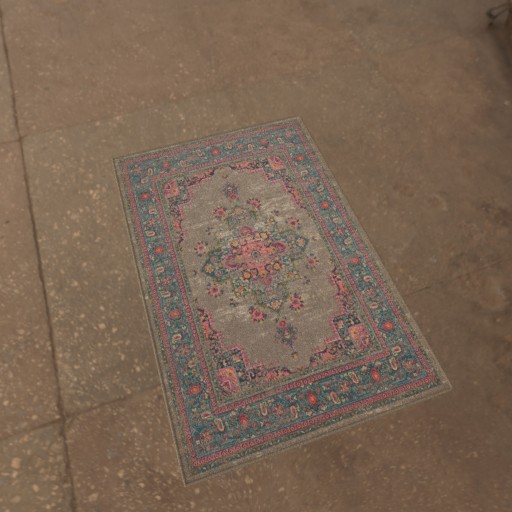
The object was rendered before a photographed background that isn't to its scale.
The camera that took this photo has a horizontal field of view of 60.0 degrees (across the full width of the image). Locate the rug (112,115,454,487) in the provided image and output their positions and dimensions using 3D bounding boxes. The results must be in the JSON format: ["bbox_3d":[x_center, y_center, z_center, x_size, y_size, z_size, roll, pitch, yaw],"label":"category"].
[{"bbox_3d":[0.000,0.000,2.167,1.144,0.014,1.748,-16,60,-10],"label":"rug"}]
